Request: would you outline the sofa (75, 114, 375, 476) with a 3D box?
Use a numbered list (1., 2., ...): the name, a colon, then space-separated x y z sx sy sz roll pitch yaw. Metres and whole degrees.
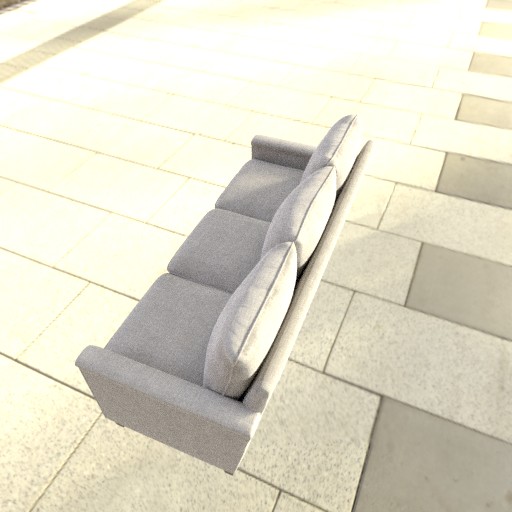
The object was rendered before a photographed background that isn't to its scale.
1. sofa: 0.000 0.000 2.381 0.828 0.959 1.925 16 47 16
